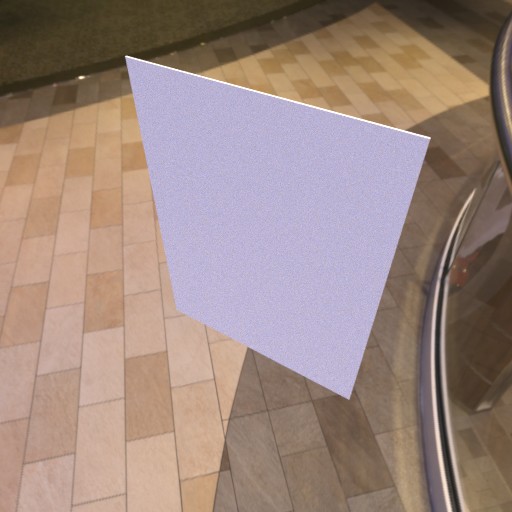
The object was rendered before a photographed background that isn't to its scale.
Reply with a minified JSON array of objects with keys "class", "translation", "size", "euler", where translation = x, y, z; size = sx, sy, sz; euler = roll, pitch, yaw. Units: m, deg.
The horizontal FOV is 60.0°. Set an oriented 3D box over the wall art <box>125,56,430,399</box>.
[{"class":"wall art","translation":[0.000,0.000,0.796],"size":[0.457,0.610,0.003],"euler":[23,49,22]}]
